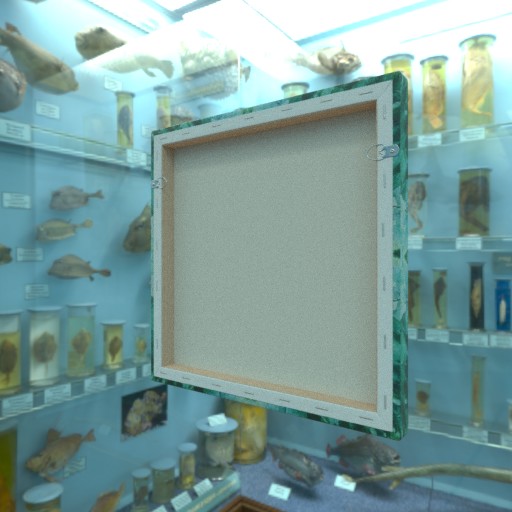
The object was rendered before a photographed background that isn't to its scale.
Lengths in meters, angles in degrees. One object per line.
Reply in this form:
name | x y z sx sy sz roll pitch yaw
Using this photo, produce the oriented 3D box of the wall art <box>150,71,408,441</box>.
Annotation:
wall art | 0.000 0.000 0.763 0.507 0.508 0.038 0 0 36
